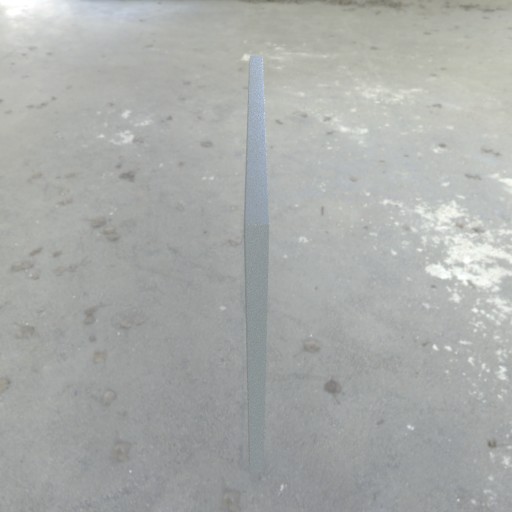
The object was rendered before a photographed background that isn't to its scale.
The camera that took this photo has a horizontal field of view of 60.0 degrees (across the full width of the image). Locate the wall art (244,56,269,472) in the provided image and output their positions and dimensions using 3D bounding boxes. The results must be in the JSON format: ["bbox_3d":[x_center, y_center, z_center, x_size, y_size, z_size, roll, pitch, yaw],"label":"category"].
[{"bbox_3d":[0.000,0.000,1.214,0.038,0.807,0.809,0,40,0],"label":"wall art"}]
